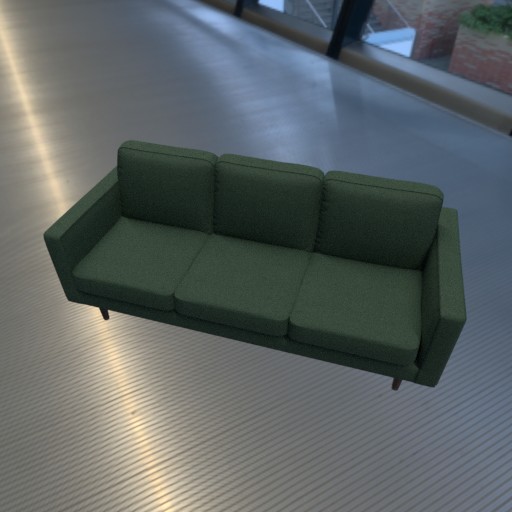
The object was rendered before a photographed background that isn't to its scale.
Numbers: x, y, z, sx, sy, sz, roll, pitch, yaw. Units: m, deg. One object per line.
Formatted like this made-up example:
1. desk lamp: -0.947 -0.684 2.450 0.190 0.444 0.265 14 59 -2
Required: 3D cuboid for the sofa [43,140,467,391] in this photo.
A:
1. sofa: 0.000 0.000 2.455 2.029 0.899 0.879 11 41 13
